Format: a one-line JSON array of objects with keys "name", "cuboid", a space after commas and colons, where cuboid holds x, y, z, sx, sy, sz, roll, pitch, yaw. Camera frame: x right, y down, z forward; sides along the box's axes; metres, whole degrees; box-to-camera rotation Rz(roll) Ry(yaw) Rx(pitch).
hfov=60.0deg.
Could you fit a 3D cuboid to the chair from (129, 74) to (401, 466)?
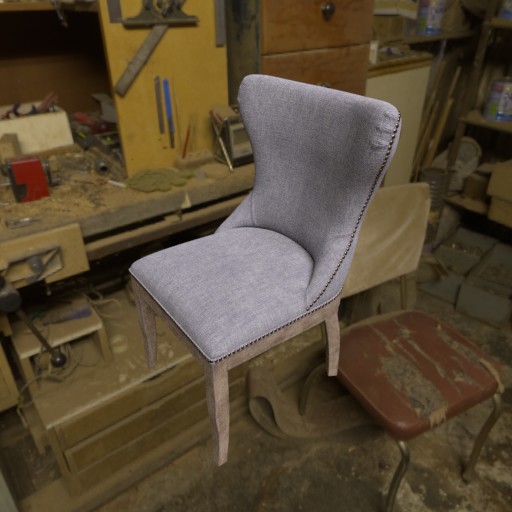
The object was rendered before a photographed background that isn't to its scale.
[{"name": "chair", "cuboid": [0.000, 0.000, 1.445, 0.681, 1.002, 0.654, -21, 37, -30]}]
